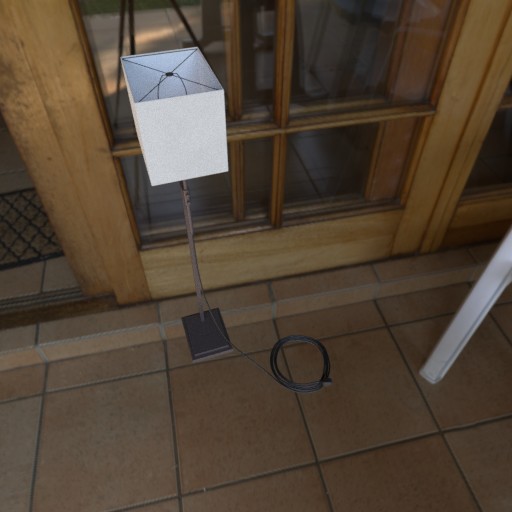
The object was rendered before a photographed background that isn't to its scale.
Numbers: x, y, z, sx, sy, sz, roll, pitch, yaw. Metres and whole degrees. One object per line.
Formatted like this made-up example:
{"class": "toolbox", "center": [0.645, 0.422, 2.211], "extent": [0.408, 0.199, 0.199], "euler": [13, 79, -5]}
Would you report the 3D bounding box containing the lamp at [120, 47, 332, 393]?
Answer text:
{"class": "lamp", "center": [0.000, 0.000, 1.998], "extent": [0.774, 1.600, 0.698], "euler": [-14, 48, -13]}
